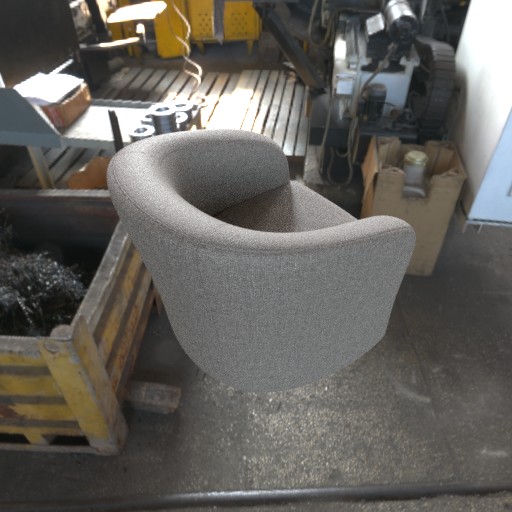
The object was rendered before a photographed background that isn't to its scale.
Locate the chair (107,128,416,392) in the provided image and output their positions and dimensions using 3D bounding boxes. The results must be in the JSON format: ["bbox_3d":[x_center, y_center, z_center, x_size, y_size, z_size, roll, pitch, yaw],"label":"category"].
[{"bbox_3d":[0.000,0.000,1.498,0.815,0.771,0.791,-25,47,-26],"label":"chair"}]
